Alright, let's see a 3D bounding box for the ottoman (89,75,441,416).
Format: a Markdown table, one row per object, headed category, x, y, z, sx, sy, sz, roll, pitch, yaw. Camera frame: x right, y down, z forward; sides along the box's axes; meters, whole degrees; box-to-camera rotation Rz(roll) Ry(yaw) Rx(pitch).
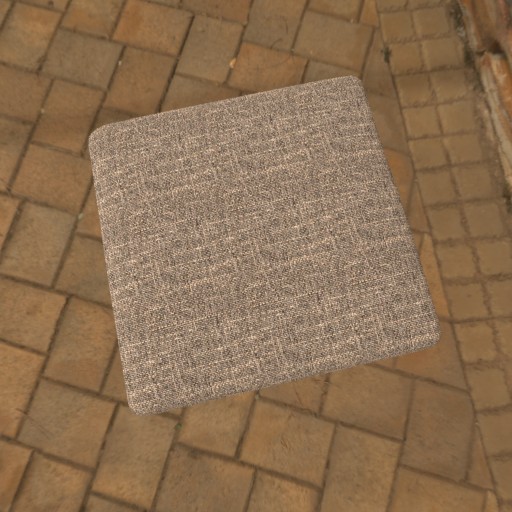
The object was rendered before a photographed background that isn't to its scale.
| category | x | y | z | sx | sy | sz | roll | pitch | yaw |
| --- | --- | --- | --- | --- | --- | --- | --- | --- | --- |
| ottoman | 0.000 | 0.000 | 0.932 | 0.521 | 0.453 | 0.512 | -13 | 77 | -3 |
